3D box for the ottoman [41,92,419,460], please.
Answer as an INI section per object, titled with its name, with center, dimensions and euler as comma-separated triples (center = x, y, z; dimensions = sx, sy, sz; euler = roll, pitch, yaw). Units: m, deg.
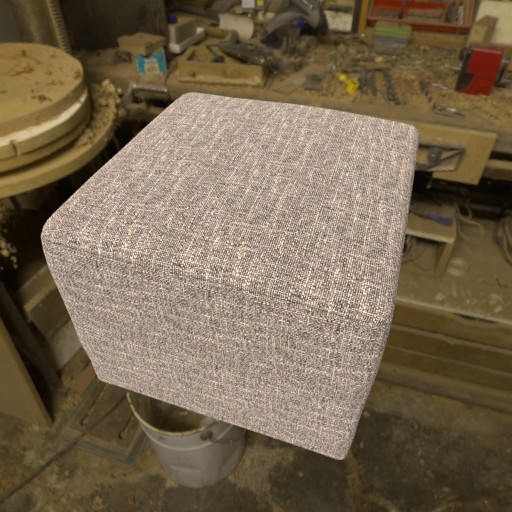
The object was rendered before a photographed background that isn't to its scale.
[ottoman]
center = 0.000, 0.000, 0.876
dimensions = 0.512, 0.453, 0.521
euler = 13, 45, 13
